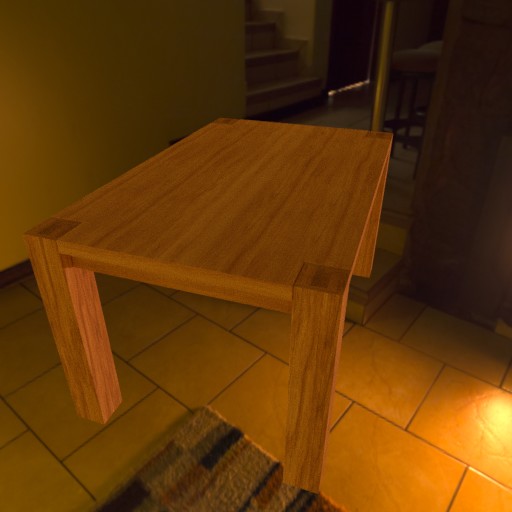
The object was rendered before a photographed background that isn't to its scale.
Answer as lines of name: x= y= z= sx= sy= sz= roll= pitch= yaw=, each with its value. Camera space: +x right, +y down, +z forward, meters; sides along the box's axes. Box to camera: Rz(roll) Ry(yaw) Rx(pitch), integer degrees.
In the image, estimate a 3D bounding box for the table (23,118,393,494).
table: x=0.000 y=0.000 z=1.875 sx=0.900 sy=0.760 sz=1.400 roll=10 pitch=32 yaw=16
